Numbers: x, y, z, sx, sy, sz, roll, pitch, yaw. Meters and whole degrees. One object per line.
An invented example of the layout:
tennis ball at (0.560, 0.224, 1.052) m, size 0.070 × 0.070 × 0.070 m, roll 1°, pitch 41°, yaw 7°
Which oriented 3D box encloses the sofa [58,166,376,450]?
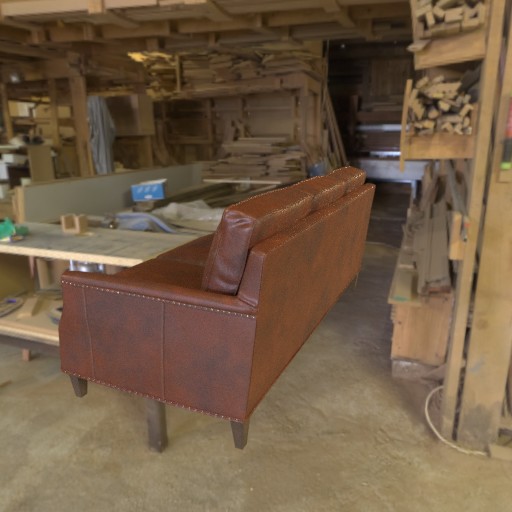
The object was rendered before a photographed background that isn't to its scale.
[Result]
sofa at (0.000, 0.000, 2.796) m, size 1.084 × 1.003 × 2.240 m, roll 7°, pitch 18°, yaw 24°
